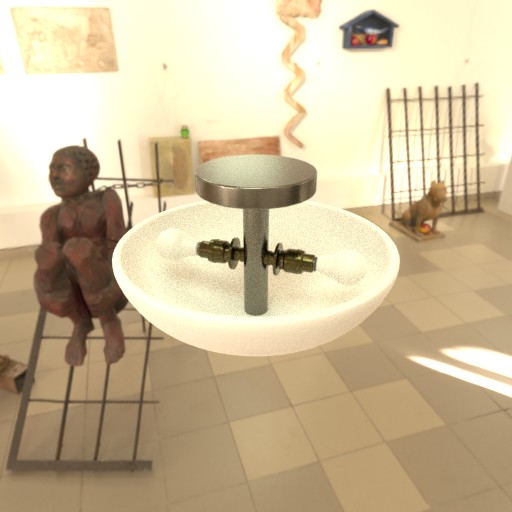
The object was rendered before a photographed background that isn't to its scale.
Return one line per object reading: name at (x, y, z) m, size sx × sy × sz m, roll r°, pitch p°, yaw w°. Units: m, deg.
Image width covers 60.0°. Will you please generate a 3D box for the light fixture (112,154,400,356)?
light fixture at (0.000, 0.000, 0.536) m, size 0.330 × 0.214 × 0.330 m, roll 0°, pitch 27°, yaw 0°
